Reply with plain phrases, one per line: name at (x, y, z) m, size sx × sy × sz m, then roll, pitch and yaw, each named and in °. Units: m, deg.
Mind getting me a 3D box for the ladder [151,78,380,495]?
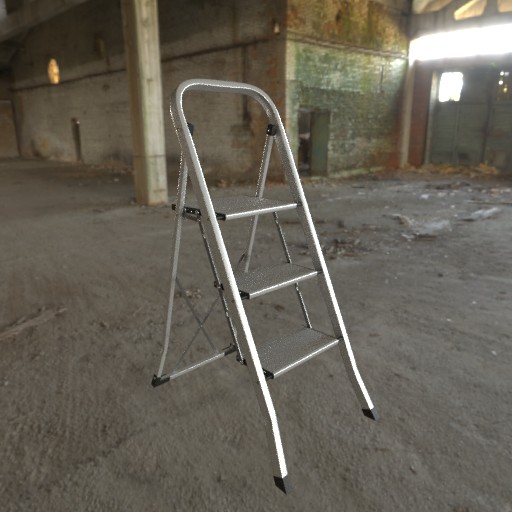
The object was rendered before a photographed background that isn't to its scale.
ladder at (0.000, 0.000, 1.416) m, size 0.465 × 1.070 × 0.704 m, roll -15°, pitch 21°, yaw -42°
